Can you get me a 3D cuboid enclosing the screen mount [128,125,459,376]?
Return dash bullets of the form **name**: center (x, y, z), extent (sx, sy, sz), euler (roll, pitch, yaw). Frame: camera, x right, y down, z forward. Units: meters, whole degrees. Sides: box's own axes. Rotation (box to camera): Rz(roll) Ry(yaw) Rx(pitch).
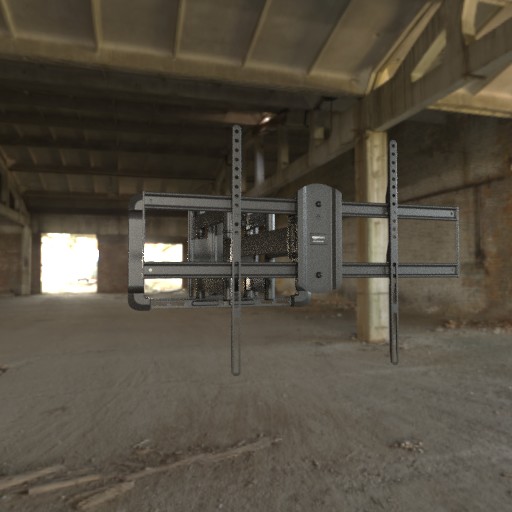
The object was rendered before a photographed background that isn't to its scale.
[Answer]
- **screen mount**: center (0.000, 0.000, 1.319), extent (0.725, 0.483, 0.905), euler (1, -2, -17)
